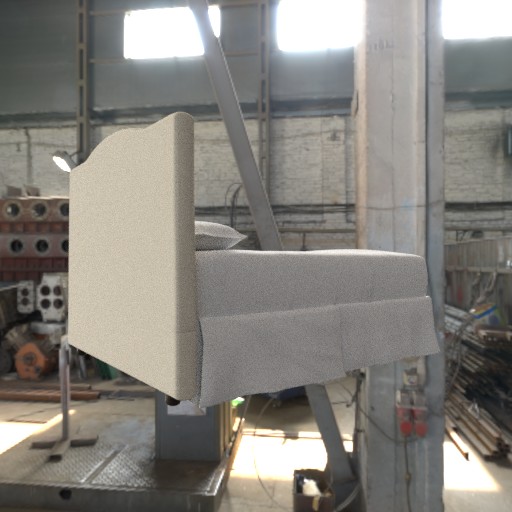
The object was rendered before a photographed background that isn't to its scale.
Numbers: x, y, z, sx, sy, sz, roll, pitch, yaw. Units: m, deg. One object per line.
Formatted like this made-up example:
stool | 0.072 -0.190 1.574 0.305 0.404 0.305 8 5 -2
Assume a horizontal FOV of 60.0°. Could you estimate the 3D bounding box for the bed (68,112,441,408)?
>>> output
bed | 0.000 0.000 3.293 2.196 1.449 1.741 0 -1 -38
